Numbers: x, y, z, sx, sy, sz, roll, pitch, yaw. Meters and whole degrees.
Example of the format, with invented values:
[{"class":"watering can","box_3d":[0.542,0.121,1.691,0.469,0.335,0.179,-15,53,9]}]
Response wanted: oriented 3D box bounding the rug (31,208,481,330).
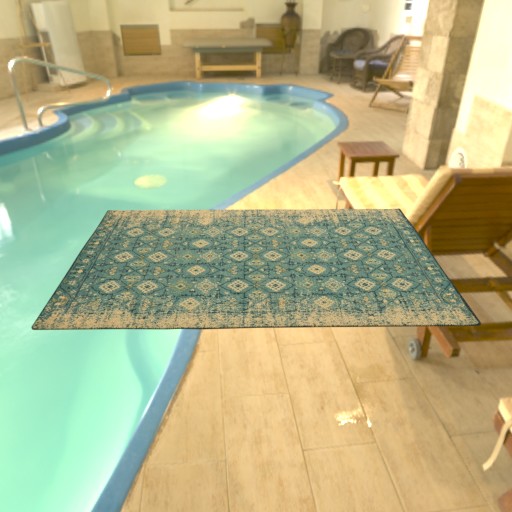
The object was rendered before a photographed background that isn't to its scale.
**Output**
[{"class":"rug","box_3d":[0.000,0.000,3.045,2.449,0.015,1.530,0,30,-1]}]
